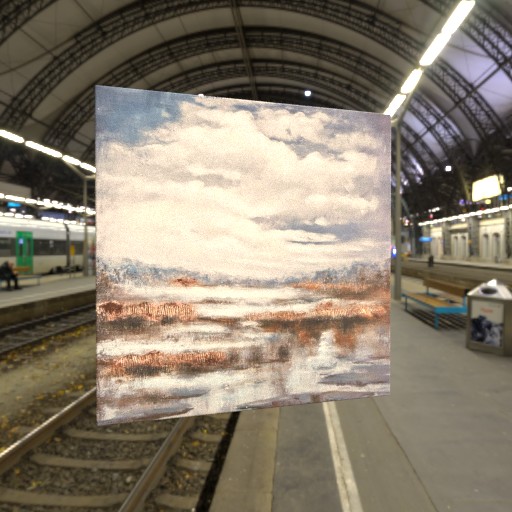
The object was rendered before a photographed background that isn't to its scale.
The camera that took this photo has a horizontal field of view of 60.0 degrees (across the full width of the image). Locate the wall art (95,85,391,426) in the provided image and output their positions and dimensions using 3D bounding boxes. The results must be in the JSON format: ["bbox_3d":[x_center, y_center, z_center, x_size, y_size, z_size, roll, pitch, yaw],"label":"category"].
[{"bbox_3d":[0.000,0.000,1.305,0.888,0.897,0.035,0,1,-16],"label":"wall art"}]
